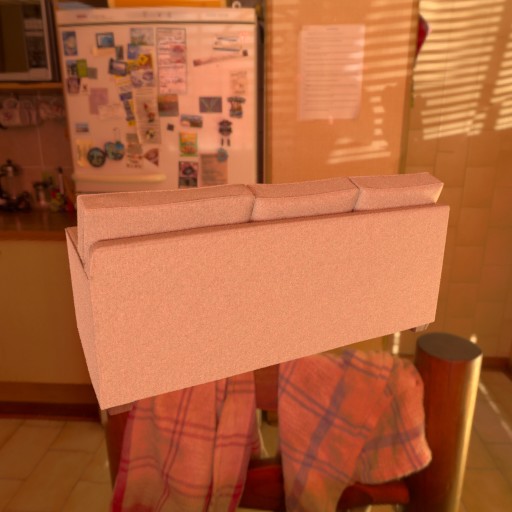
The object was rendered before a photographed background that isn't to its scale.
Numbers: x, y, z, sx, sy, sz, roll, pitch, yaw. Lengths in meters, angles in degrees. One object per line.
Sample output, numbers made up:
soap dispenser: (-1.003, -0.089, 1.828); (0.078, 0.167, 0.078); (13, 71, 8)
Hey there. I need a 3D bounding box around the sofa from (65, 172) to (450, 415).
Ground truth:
sofa: (0.000, 0.000, 2.580); (1.963, 0.946, 1.034); (-8, 18, -26)
